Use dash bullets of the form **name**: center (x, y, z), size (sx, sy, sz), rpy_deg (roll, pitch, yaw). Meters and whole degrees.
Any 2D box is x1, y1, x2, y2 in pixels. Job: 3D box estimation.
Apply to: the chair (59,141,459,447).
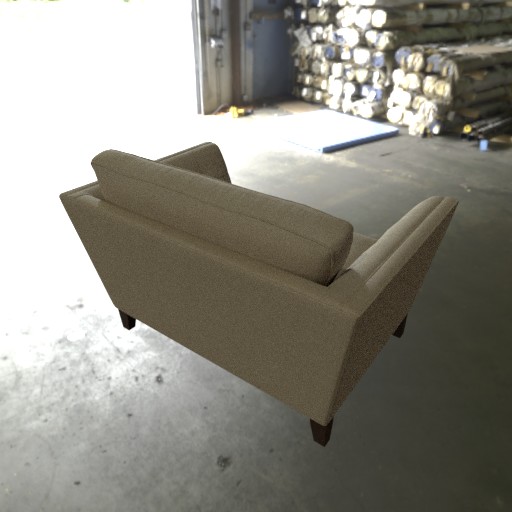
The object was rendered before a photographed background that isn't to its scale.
- **chair**: center (0.000, 0.000, 2.012), size (1.397, 0.940, 0.965), rpy_deg (21, 37, 31)
